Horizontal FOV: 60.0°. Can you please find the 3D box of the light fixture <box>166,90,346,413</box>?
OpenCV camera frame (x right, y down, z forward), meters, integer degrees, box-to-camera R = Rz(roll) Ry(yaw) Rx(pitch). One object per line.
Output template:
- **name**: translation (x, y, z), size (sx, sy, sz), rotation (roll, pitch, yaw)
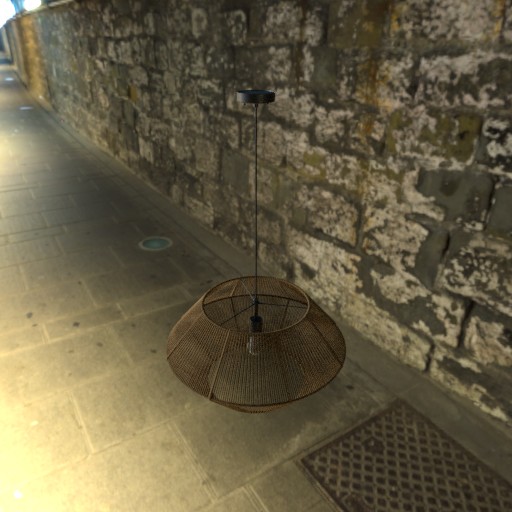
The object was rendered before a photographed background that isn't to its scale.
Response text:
- **light fixture**: translation (0.000, 0.000, 1.445), size (0.643, 1.009, 0.643), rotation (0, 26, 0)
